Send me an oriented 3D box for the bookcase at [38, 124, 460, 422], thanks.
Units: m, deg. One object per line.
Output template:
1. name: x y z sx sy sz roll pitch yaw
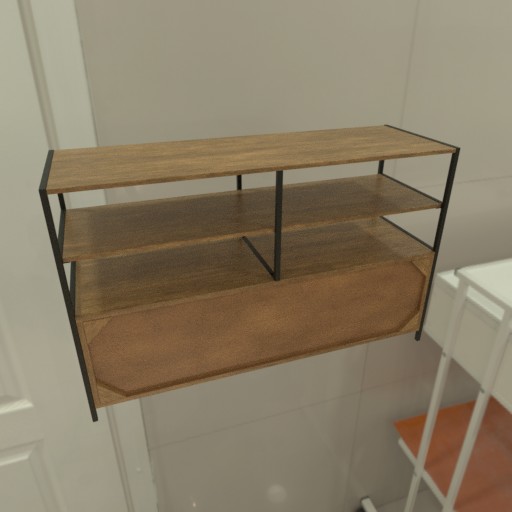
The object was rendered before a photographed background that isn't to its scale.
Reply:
1. bookcase: 0.000 0.000 1.466 1.149 0.712 0.391 -9 29 -17
